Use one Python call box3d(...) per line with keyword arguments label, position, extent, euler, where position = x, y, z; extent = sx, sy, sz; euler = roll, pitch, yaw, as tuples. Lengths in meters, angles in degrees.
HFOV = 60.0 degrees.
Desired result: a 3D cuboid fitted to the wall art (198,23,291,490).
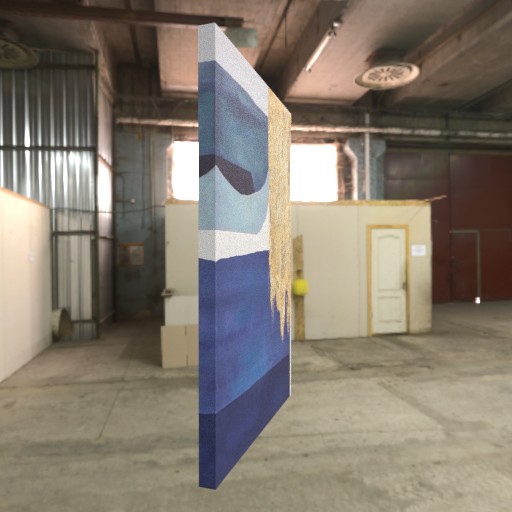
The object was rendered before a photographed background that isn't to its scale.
box3d(label="wall art", position=(0.000, 0.000, 1.158), extent=(0.039, 0.911, 0.607), euler=(0, 1, 18))
